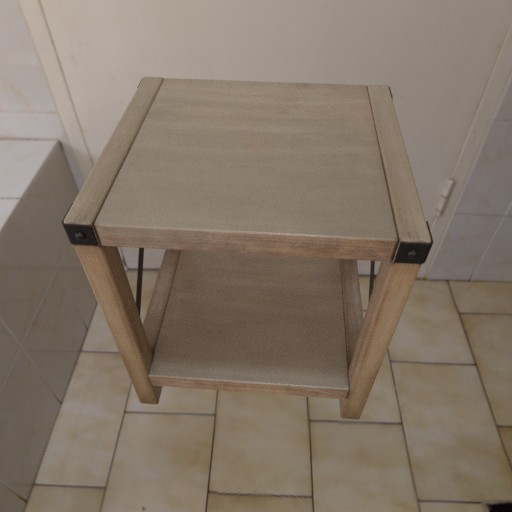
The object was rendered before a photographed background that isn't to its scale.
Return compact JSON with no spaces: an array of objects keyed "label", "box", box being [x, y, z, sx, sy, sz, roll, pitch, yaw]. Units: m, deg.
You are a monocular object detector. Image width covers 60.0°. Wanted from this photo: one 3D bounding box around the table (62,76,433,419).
[{"label":"table","box":[0.000,0.000,0.940,0.510,0.561,0.459,3,47,3]}]
